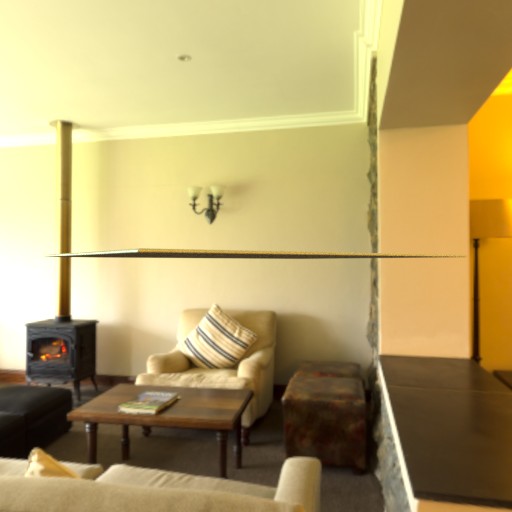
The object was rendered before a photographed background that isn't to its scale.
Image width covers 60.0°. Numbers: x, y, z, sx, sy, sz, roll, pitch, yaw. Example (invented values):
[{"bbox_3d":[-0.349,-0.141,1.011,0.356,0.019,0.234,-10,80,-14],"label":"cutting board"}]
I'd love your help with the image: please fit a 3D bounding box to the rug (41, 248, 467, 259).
[{"bbox_3d":[0.000,0.000,2.822,2.205,0.014,1.589,1,-1,-37],"label":"rug"}]
